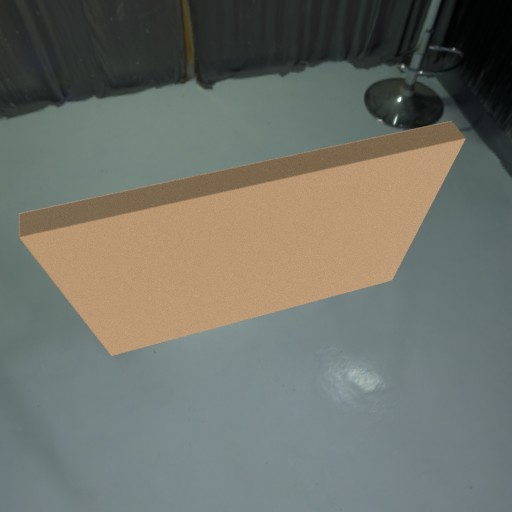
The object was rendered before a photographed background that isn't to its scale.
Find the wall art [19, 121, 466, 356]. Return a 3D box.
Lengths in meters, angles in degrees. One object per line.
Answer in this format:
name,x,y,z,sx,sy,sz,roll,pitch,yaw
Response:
wall art,0.000,0.000,0.764,0.609,0.407,0.039,-14,58,-9
